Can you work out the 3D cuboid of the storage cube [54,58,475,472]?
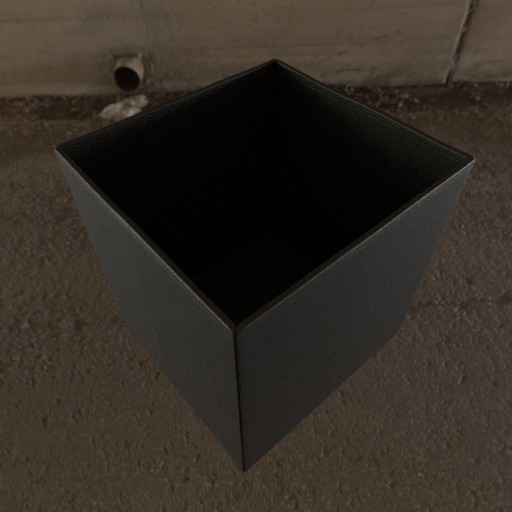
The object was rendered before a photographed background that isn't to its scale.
[{"bbox_3d":[0.000,0.000,0.488,0.270,0.280,0.270,-33,56,-26],"label":"storage cube"}]
